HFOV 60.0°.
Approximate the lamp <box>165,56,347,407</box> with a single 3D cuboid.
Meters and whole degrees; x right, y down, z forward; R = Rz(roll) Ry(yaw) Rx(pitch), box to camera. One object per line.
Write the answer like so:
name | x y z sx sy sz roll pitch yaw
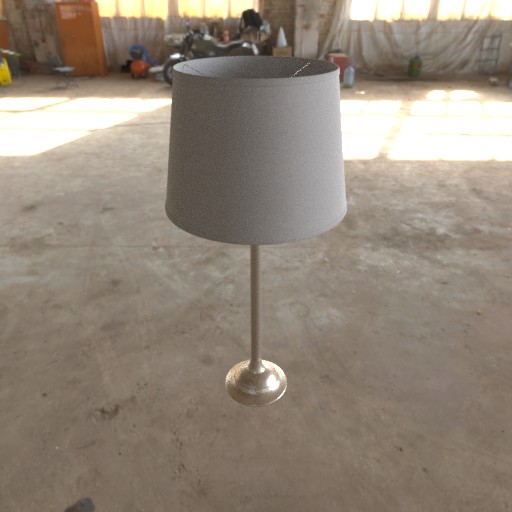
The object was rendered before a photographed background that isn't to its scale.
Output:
lamp | 0.000 0.000 0.877 0.331 0.698 0.331 0 30 0
